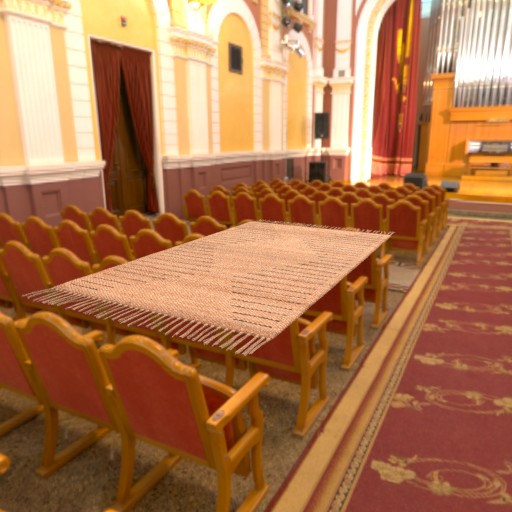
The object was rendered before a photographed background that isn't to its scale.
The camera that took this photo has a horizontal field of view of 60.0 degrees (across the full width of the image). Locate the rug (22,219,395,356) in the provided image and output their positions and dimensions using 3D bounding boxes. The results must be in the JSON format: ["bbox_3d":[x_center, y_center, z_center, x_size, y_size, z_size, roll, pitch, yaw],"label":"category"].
[{"bbox_3d":[0.000,0.000,2.030,0.905,0.017,1.718,8,17,27],"label":"rug"}]
